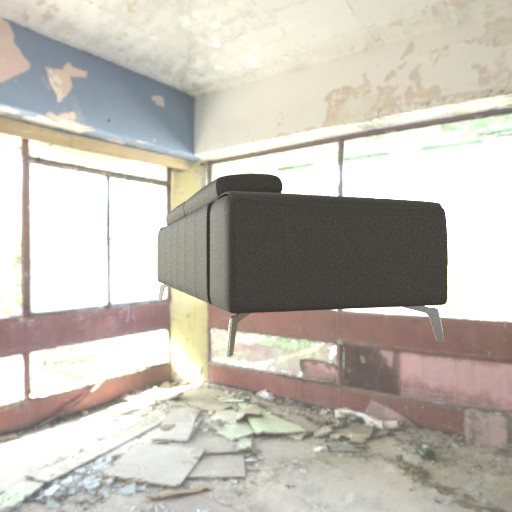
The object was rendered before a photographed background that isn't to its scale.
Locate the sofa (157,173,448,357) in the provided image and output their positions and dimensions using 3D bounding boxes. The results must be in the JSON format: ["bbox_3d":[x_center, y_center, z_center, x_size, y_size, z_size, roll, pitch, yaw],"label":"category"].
[{"bbox_3d":[0.000,0.000,2.860,1.023,0.759,2.321,0,0,-19],"label":"sofa"}]
